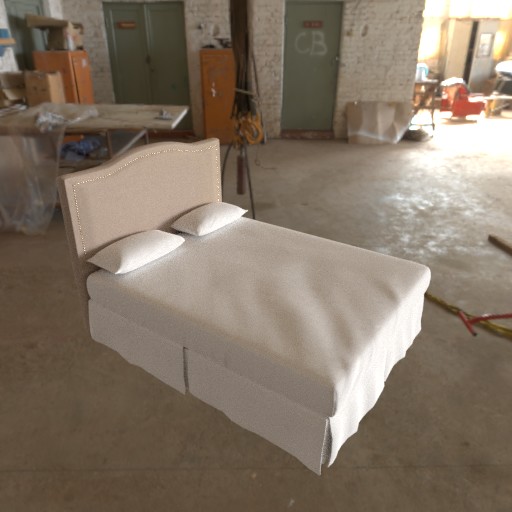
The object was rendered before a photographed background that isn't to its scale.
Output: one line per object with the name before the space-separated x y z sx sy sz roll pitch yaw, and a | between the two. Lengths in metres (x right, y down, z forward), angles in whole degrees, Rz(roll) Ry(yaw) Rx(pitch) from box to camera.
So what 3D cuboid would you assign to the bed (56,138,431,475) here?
bed | 0.000 0.000 3.423 2.282 1.436 1.821 18 31 31
